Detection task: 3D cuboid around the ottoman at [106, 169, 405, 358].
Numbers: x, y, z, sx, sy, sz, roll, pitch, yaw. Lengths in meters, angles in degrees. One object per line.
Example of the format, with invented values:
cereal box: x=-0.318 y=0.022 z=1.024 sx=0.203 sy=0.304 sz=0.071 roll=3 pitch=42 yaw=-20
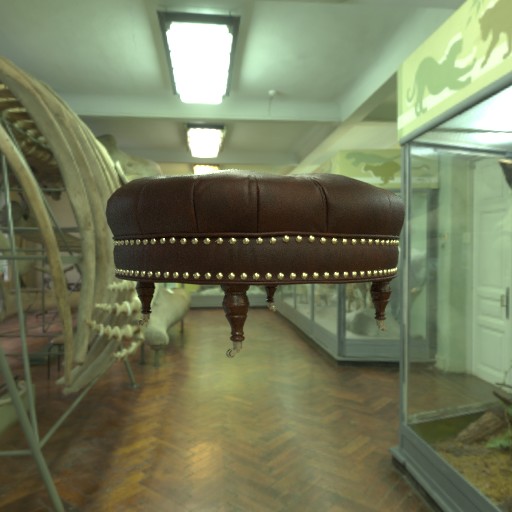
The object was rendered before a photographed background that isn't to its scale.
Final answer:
ottoman: x=0.000 y=0.000 z=1.395 sx=0.901 sy=0.455 sz=0.901 roll=0 pitch=1 yaw=0
